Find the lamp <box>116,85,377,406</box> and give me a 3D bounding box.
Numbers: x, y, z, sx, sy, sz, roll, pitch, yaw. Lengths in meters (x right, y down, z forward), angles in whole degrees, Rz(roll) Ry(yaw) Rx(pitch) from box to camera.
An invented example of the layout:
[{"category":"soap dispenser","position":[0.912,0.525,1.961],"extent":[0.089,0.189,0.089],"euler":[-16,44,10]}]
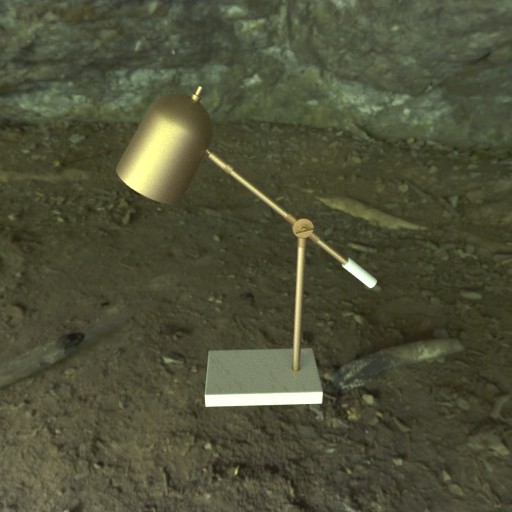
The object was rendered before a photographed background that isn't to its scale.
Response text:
[{"category":"lamp","position":[0.000,0.000,0.835],"extent":[0.471,0.603,0.144],"euler":[-1,26,-2]}]
